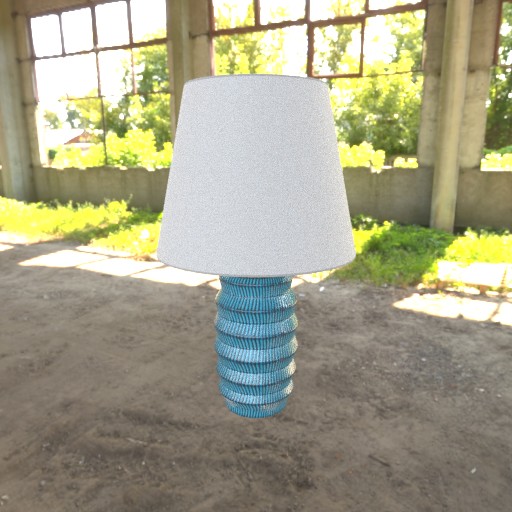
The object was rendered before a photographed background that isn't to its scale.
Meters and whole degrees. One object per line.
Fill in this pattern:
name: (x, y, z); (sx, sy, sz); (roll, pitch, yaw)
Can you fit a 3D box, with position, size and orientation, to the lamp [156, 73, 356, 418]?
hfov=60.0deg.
lamp: (0.000, 0.000, 0.806); (0.355, 0.582, 0.355); (0, 13, 0)
